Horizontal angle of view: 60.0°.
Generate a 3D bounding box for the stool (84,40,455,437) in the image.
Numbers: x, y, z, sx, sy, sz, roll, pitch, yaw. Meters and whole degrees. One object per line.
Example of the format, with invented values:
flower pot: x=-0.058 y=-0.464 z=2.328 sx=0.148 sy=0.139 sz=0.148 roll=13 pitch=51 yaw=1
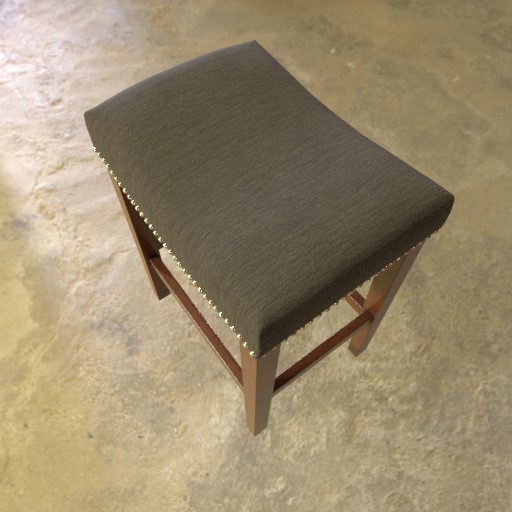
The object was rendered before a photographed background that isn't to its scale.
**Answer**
stool: x=0.000 y=0.000 z=0.938 sx=0.372 sy=0.654 sz=0.504 roll=-32 pitch=63 yaw=-19
